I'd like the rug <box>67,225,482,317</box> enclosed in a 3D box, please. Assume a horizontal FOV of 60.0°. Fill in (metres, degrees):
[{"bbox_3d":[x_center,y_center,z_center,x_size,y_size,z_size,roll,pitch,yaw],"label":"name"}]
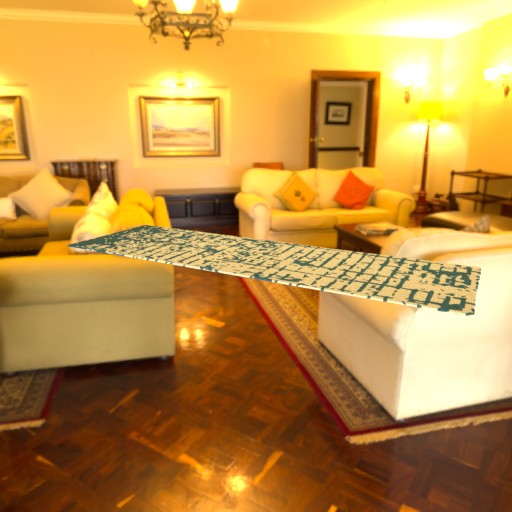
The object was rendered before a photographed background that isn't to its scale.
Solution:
[{"bbox_3d":[0.000,0.000,2.689,2.435,0.011,0.750,8,18,27],"label":"rug"}]
